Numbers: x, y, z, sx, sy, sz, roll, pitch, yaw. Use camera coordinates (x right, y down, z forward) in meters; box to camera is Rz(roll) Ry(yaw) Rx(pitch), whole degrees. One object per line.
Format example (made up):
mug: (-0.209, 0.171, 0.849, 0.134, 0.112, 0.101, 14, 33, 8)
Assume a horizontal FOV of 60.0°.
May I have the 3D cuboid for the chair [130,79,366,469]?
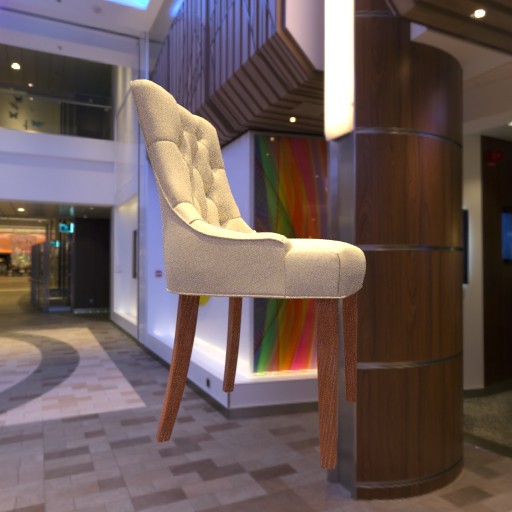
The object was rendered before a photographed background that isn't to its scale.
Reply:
chair: (0.000, 0.000, 1.202, 0.565, 0.874, 0.509, 0, -1, 18)
